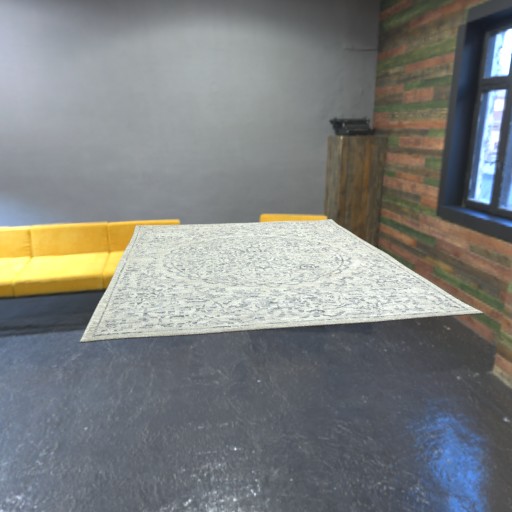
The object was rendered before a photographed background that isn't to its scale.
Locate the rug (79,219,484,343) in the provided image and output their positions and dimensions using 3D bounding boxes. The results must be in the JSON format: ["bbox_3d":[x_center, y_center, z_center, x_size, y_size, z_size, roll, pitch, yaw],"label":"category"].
[{"bbox_3d":[0.000,0.000,3.896,2.343,0.026,2.925,-2,16,-9],"label":"rug"}]
